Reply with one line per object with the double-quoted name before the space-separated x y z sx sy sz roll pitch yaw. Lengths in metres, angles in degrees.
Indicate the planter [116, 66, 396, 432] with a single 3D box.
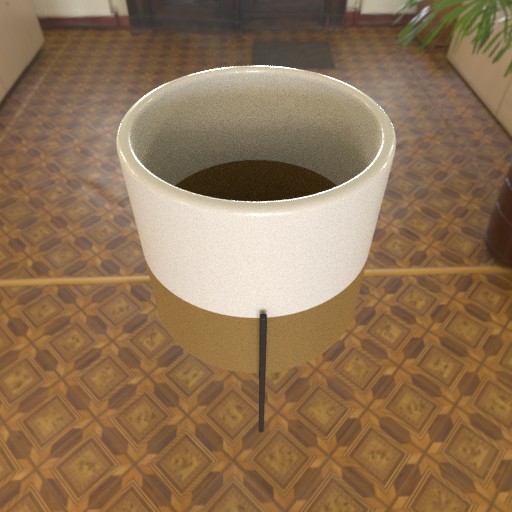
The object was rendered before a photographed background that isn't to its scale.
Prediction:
"planter" 0.000 0.000 0.641 0.310 0.432 0.310 33 55 28
